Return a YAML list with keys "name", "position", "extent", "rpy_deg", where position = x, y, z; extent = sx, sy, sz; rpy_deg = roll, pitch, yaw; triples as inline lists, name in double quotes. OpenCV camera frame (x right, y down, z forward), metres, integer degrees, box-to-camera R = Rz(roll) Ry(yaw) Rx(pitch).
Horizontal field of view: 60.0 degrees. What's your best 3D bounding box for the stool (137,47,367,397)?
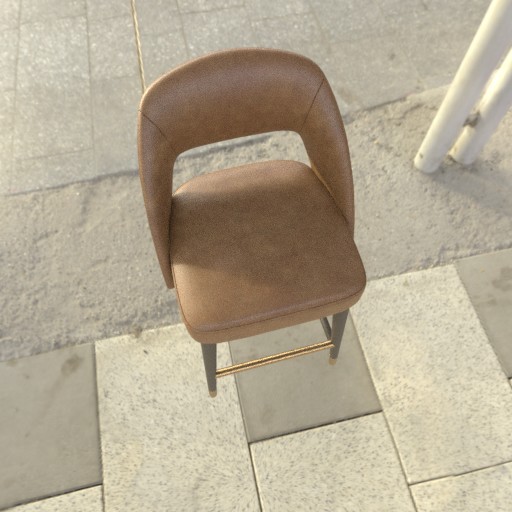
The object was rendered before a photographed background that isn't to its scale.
- name: "stool"
  position: [0.000, 0.000, 1.225]
  extent: [0.494, 0.940, 0.509]
  rpy_deg: [-13, 64, -7]
